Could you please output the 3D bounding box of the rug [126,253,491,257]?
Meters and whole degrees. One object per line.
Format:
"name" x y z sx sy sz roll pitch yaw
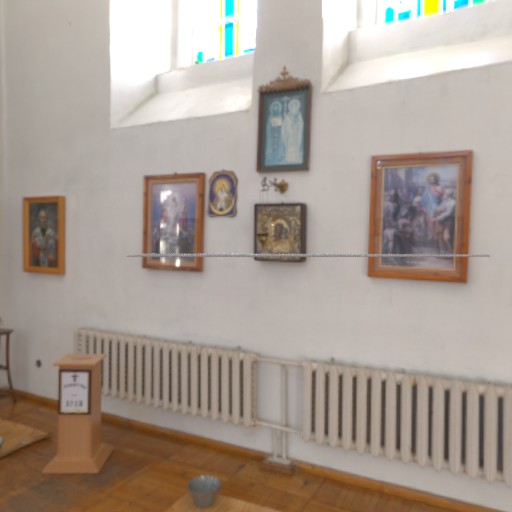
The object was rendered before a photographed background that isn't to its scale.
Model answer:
"rug" 0.000 0.000 2.853 1.555 0.011 2.232 0 0 -18
